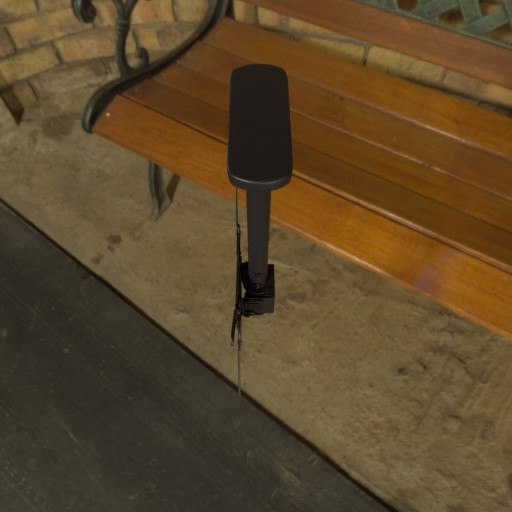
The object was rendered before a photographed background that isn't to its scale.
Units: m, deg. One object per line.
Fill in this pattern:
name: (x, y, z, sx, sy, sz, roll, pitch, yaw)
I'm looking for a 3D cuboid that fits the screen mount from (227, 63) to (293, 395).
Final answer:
screen mount: (0.000, 0.000, 0.887, 0.090, 0.729, 0.393, 0, 61, 0)
